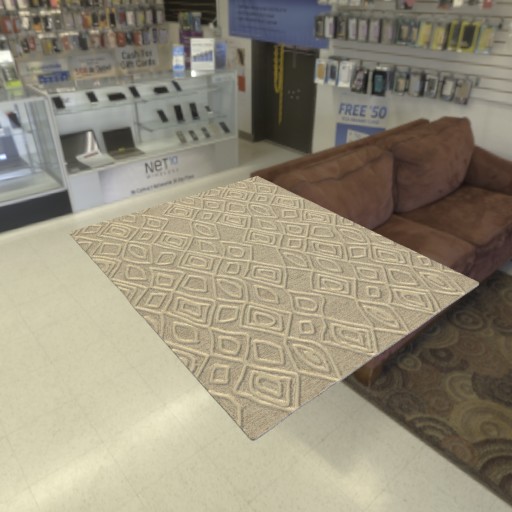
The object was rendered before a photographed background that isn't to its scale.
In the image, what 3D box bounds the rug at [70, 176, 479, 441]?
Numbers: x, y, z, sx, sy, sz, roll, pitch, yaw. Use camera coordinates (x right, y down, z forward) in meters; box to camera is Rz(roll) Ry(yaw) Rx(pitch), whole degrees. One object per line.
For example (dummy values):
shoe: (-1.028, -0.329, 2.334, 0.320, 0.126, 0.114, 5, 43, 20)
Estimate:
rug: (0.000, 0.000, 4.122, 2.449, 0.025, 3.049, -23, 39, -32)
